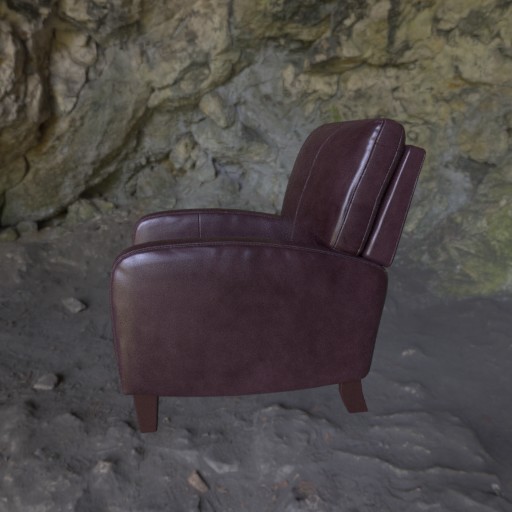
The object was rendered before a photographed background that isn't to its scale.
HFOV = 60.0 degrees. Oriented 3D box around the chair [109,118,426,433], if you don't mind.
[{"bbox_3d":[0.000,0.000,1.691,0.990,0.990,0.762,-2,15,-9],"label":"chair"}]
